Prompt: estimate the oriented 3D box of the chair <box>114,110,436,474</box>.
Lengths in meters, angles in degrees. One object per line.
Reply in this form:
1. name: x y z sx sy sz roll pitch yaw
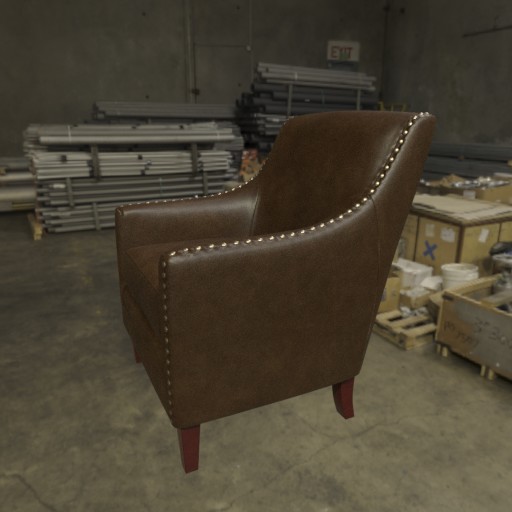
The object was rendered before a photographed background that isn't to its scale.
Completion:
1. chair: 0.000 0.000 1.294 0.704 0.813 0.639 -8 18 -25
